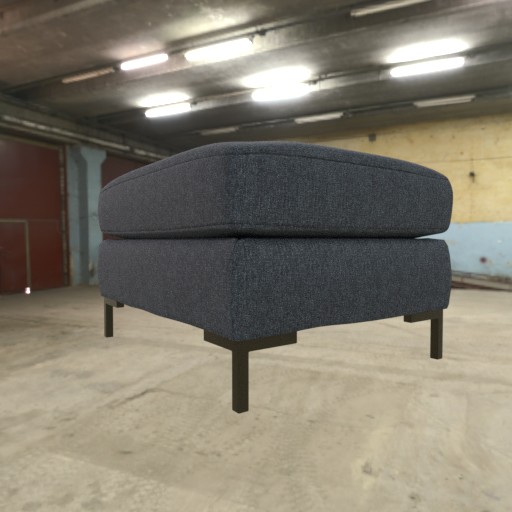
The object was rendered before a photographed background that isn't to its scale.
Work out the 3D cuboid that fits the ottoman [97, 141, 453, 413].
[{"bbox_3d":[0.000,0.000,1.297,0.695,0.533,0.831,-1,2,-36],"label":"ottoman"}]
